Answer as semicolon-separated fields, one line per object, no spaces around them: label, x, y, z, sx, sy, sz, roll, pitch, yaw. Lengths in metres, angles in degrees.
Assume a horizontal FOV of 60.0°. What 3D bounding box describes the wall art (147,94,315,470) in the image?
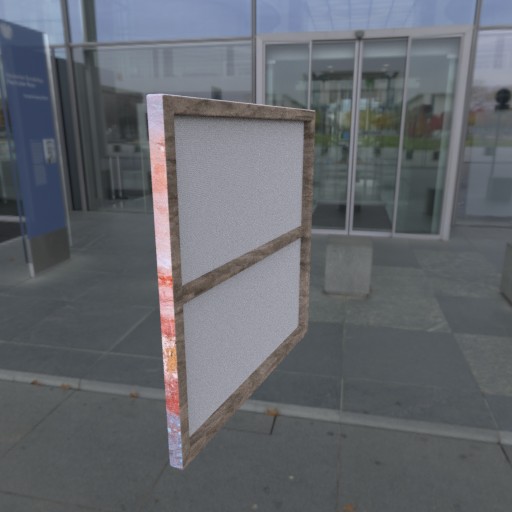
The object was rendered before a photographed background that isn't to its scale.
wall art;0.000;0.000;1.155;0.035;0.747;0.747;8;18;26
